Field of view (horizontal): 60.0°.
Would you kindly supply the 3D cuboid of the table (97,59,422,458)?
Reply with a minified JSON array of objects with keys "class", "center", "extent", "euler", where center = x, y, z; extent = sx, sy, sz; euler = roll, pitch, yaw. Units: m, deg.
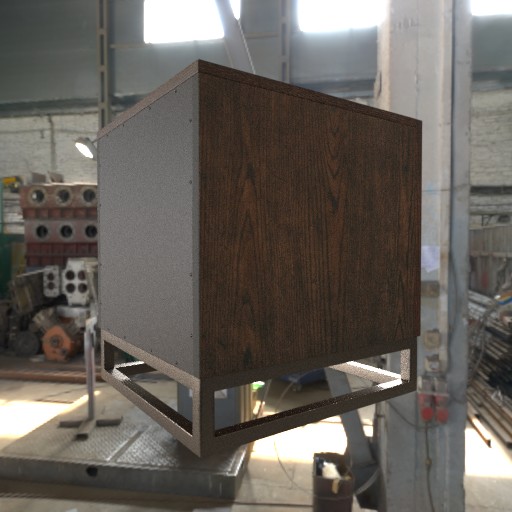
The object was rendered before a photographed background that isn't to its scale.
[{"class":"table","center":[0.000,0.000,1.010],"extent":[0.566,0.582,0.506],"euler":[-1,2,-35]}]
